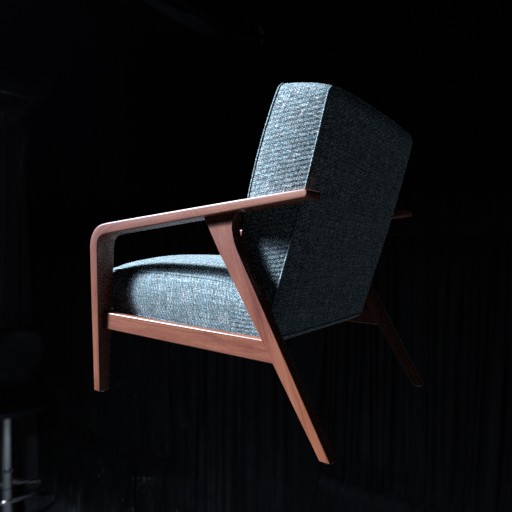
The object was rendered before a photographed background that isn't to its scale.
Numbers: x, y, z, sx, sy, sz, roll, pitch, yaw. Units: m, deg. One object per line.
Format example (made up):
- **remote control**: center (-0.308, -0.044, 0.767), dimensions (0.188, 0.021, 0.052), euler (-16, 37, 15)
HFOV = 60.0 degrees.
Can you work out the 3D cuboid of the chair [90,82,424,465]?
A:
- **chair**: center (0.000, 0.000, 1.460), dimensions (0.889, 0.864, 0.719), euler (1, 1, 36)
